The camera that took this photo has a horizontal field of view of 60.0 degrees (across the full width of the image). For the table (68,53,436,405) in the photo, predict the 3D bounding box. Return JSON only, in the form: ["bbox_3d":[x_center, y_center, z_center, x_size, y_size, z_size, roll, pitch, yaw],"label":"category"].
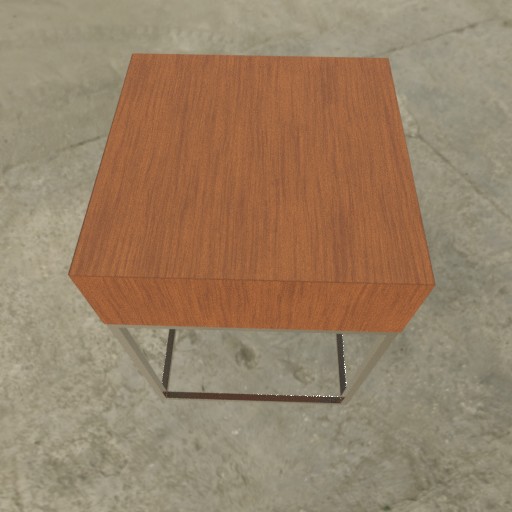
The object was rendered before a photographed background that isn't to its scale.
[{"bbox_3d":[0.000,0.000,0.813,0.398,0.540,0.397,1,58,1],"label":"table"}]
